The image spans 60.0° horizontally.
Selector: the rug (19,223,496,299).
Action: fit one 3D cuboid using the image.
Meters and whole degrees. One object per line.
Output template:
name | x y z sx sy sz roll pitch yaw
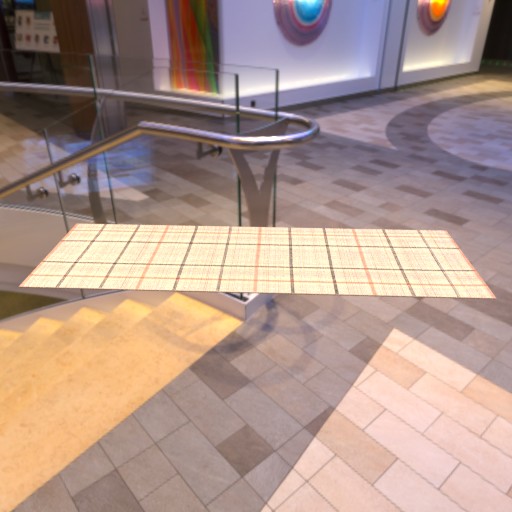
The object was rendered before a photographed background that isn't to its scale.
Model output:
rug | 0.000 0.000 2.593 2.439 0.008 0.762 1 30 2
